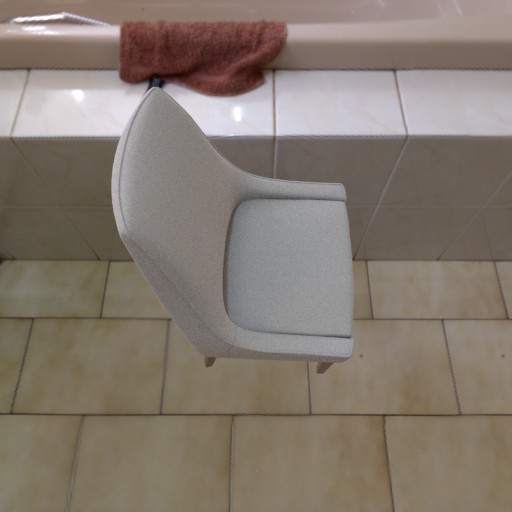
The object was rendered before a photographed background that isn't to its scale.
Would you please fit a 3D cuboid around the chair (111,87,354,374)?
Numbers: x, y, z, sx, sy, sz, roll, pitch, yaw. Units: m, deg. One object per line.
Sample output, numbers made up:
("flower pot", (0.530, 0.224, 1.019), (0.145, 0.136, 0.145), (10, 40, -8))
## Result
("chair", (0.000, 0.000, 1.218), (0.544, 0.861, 0.529), (2, 64, 1))
